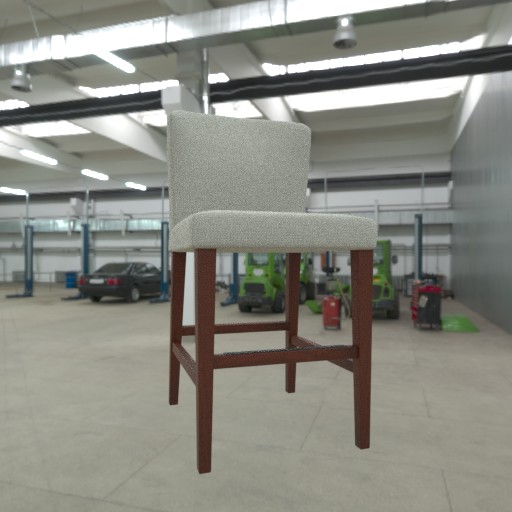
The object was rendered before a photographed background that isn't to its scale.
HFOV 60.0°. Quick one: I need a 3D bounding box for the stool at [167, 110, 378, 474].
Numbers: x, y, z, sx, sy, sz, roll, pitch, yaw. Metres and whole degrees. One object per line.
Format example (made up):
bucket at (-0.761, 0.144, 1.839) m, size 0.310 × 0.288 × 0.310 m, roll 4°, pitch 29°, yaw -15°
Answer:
stool at (0.000, 0.000, 1.293) m, size 0.481 × 0.969 × 0.568 m, roll 0°, pitch 0°, yaw -18°
